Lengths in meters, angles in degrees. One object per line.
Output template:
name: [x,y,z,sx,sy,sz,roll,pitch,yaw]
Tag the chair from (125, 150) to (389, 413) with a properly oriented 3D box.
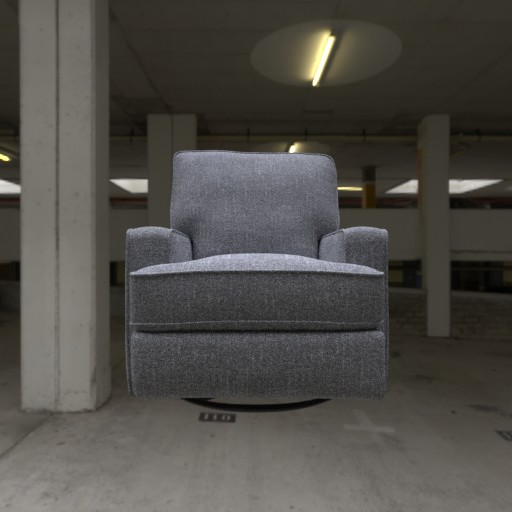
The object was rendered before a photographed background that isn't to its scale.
chair: [0.000,0.000,1.754,0.861,0.962,0.964,0,0,-1]
